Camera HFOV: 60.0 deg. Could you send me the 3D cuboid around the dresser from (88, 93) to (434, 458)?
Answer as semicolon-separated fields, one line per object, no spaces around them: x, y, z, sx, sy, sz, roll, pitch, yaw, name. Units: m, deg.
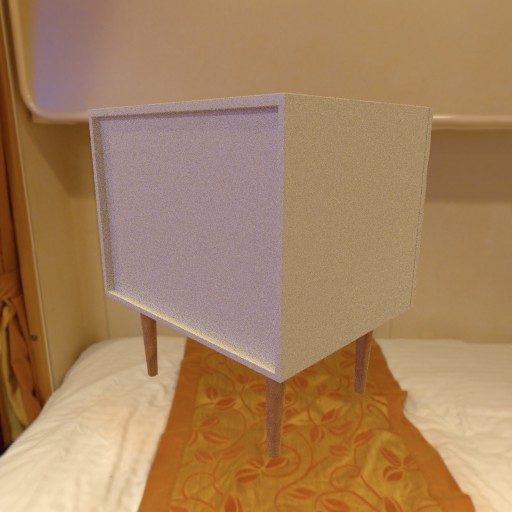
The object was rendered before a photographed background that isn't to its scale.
0.000;0.000;0.900;0.503;0.568;0.414;14;21;43;dresser
